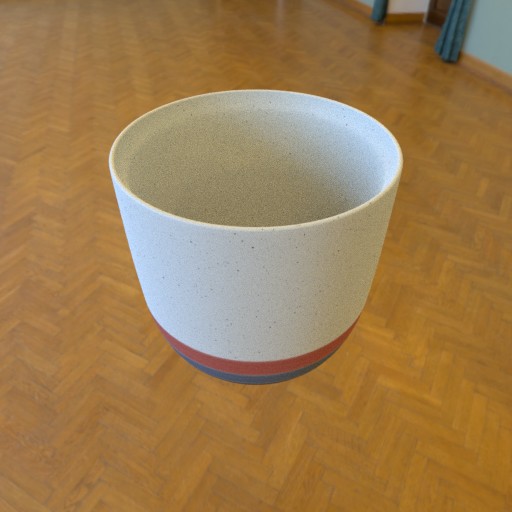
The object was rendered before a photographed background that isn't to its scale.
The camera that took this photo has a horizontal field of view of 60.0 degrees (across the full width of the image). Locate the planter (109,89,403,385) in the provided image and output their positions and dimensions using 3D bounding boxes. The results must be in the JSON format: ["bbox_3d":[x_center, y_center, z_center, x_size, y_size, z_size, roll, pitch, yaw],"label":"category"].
[{"bbox_3d":[0.000,0.000,0.385,0.204,0.214,0.204,0,41,0],"label":"planter"}]
